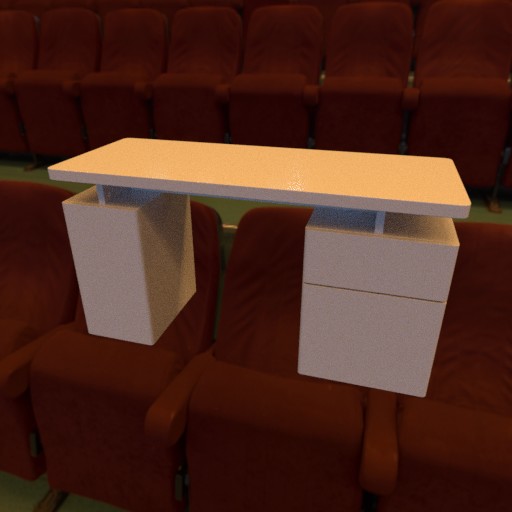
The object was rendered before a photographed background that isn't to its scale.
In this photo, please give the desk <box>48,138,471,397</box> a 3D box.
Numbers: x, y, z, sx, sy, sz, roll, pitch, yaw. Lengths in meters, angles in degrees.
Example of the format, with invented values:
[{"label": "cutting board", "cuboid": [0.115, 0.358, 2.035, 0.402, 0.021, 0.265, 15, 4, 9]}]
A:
[{"label": "desk", "cuboid": [0.000, 0.000, 1.800, 1.400, 0.762, 0.550, 7, 27, 14]}]
